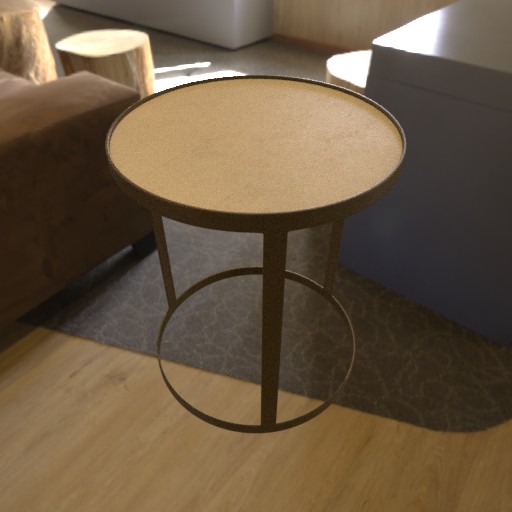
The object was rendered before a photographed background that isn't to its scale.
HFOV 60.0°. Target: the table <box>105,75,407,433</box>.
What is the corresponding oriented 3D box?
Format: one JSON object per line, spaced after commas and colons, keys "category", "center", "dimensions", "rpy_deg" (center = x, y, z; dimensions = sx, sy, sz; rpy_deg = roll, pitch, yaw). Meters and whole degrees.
{"category": "table", "center": [0.000, 0.000, 0.915], "dimensions": [0.480, 0.565, 0.480], "rpy_deg": [0, 42, 0]}
